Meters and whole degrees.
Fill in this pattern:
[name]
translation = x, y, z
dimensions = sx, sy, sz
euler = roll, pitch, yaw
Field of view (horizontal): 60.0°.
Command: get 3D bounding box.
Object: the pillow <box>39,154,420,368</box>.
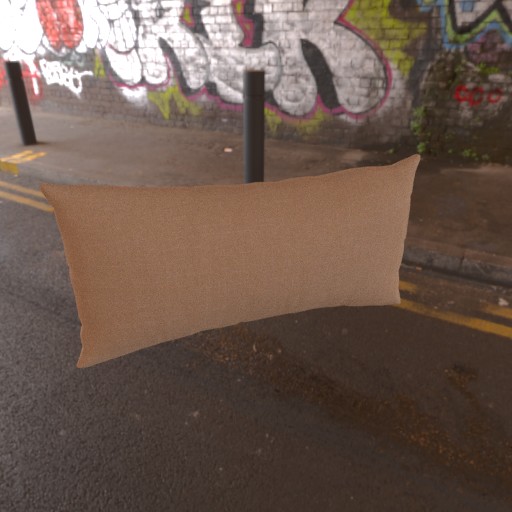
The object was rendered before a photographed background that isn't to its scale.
[pillow]
translation = 0.000, 0.000, 0.739
dimensions = 0.612, 0.308, 0.148
euler = -8, 27, -17
